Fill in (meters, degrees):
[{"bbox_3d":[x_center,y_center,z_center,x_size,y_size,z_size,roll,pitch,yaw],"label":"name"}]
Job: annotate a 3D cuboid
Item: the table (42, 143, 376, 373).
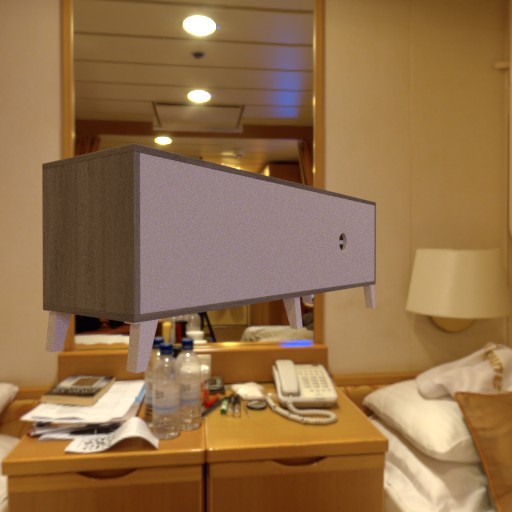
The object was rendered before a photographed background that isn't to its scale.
[{"bbox_3d":[0.000,0.000,1.741,0.400,0.530,1.500,0,1,36],"label":"table"}]
